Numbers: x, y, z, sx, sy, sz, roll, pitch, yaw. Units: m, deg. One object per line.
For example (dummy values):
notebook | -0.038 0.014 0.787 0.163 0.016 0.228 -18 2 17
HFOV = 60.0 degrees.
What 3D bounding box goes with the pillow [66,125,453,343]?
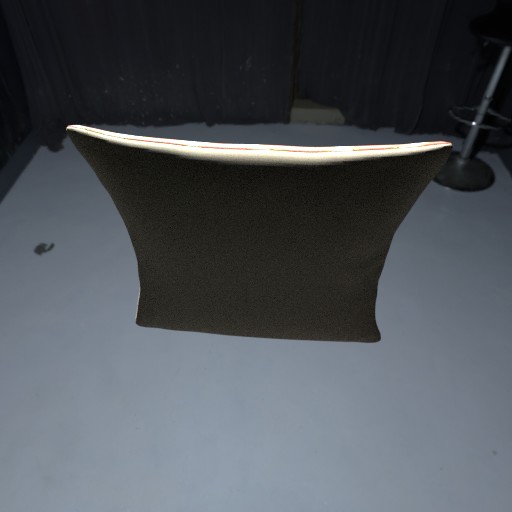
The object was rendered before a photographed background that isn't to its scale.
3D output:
pillow | 0.000 0.000 0.813 0.552 0.508 0.166 3 46 3
